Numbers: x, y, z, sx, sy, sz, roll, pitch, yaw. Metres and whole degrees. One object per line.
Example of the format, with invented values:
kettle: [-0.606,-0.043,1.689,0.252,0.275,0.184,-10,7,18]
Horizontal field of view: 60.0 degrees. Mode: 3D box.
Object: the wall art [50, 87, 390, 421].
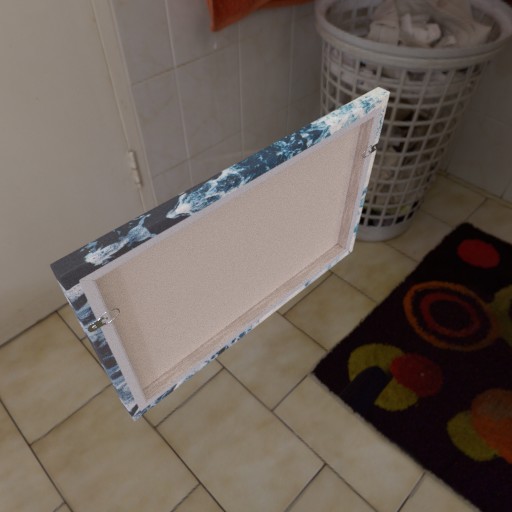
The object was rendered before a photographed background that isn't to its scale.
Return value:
wall art: [0.000,0.000,1.173,0.915,0.610,0.042,-34,56,-27]
